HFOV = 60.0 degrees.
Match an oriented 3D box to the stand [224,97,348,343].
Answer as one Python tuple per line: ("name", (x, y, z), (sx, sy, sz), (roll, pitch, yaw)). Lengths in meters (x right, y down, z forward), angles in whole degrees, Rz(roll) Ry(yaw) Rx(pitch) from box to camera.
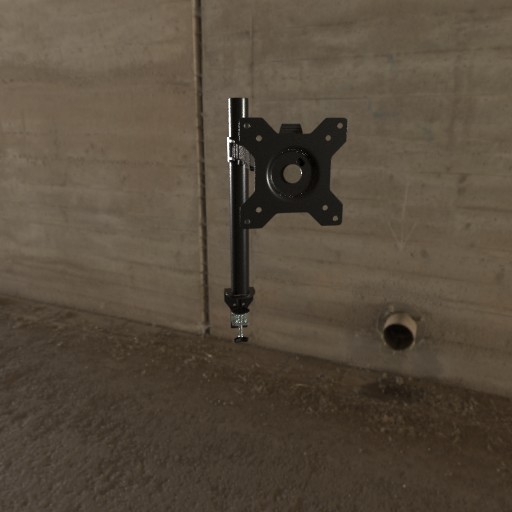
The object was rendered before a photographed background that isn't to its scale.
("stand", (0.000, 0.000, 0.729), (0.115, 0.510, 0.456), (-3, 17, -10))
